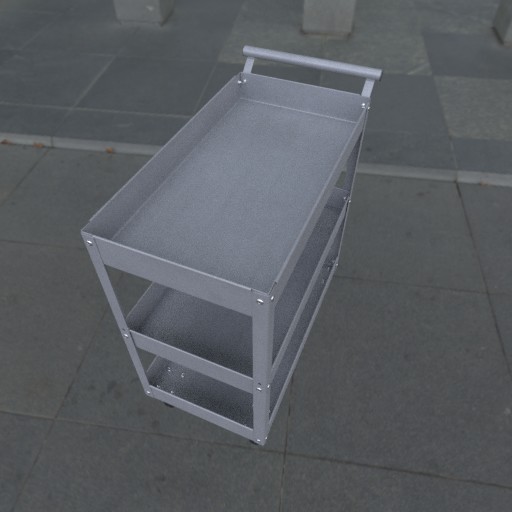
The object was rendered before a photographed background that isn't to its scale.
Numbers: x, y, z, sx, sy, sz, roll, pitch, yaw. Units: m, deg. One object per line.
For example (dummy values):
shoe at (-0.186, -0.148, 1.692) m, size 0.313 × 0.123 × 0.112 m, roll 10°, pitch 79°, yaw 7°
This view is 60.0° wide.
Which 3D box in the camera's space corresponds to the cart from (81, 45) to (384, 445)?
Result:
cart at (0.000, 0.000, 1.181) m, size 0.366 × 0.780 × 0.719 m, roll 18°, pitch 50°, yaw 16°
